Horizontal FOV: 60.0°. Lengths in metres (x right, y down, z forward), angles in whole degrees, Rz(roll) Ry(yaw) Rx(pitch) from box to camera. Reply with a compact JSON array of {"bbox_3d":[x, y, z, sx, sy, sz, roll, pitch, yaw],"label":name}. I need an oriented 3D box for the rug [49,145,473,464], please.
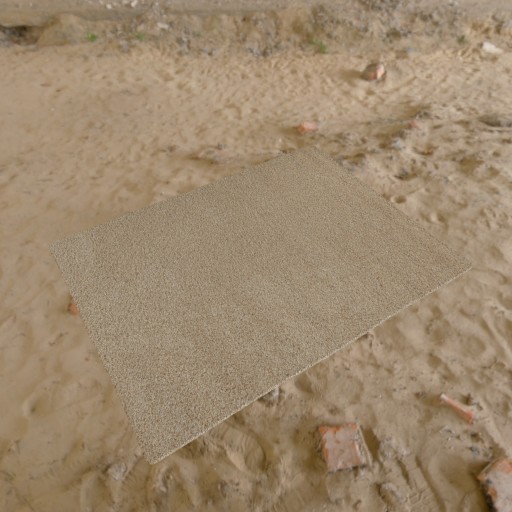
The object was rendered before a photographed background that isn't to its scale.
[{"bbox_3d":[0.000,0.000,2.074,1.600,0.025,1.199,-25,51,-22],"label":"rug"}]
